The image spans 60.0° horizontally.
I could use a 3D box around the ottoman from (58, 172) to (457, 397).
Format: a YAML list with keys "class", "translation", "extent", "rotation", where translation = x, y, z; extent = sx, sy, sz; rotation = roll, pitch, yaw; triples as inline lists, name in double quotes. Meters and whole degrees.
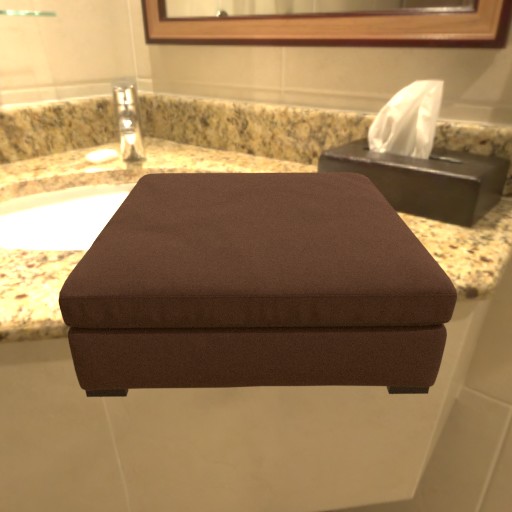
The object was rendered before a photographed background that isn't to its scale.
- class: "ottoman"
  translation: [0.000, 0.000, 1.857]
  extent: [1.181, 0.470, 1.181]
  rotation: [0, 27, -1]
